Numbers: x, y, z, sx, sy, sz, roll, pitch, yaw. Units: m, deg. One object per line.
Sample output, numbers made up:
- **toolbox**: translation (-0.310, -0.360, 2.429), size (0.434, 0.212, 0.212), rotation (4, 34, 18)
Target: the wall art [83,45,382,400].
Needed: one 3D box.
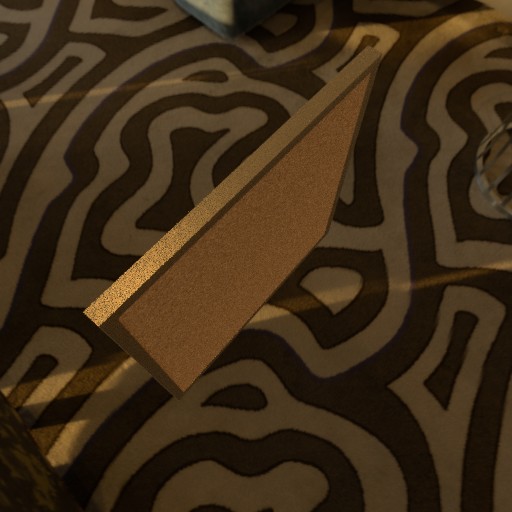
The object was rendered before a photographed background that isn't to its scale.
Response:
- **wall art**: translation (0.000, 0.000, 1.138), size (0.036, 0.765, 0.767), rotation (37, 70, 16)
